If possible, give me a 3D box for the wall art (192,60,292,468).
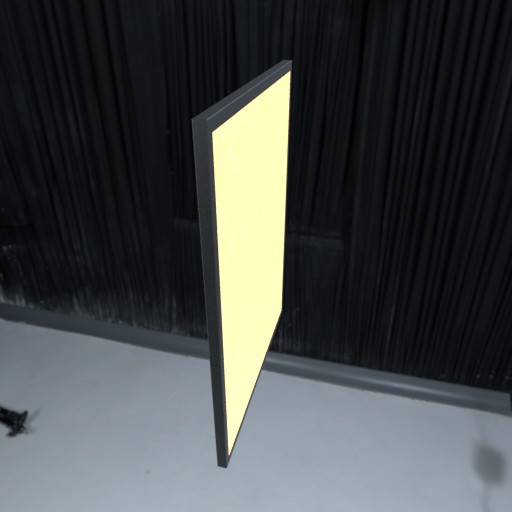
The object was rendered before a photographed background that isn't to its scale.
[{"bbox_3d":[0.000,0.000,1.380,0.030,1.027,0.774,8,32,13],"label":"wall art"}]
